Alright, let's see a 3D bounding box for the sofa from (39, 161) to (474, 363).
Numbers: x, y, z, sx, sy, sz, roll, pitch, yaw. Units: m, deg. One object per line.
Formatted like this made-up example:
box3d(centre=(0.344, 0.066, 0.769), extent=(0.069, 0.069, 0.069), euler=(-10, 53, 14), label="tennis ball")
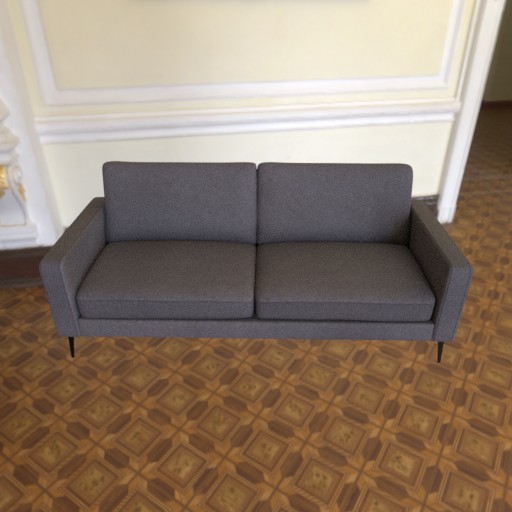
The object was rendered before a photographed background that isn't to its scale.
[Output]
box3d(centre=(0.000, 0.000, 2.344), extent=(1.925, 0.828, 0.774), euler=(1, 31, 1), label="sofa")
